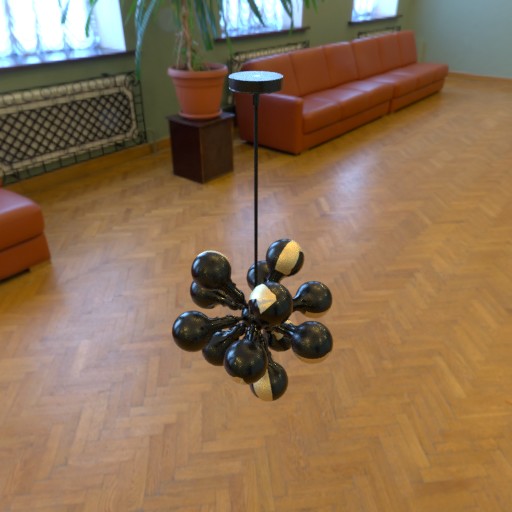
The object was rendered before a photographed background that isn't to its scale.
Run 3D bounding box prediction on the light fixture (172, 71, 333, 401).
[{"bbox_3d":[0.000,0.000,1.124,0.468,0.859,0.420,22,38,31],"label":"light fixture"}]
